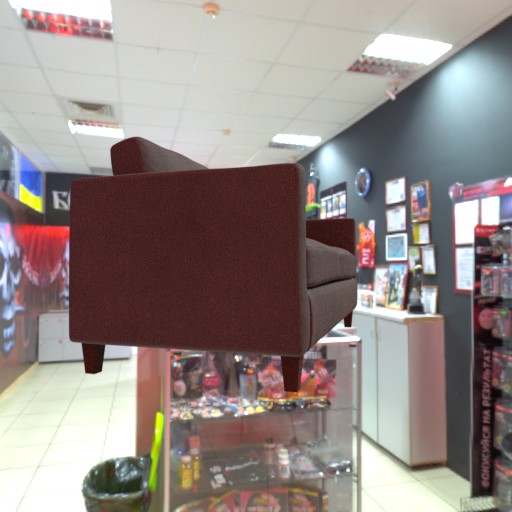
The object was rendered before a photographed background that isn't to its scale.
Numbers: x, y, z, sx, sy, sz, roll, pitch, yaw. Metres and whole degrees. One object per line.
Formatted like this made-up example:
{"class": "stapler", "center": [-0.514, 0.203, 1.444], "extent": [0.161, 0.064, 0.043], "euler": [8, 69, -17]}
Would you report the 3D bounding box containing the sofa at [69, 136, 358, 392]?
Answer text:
{"class": "sofa", "center": [0.000, 0.000, 2.444], "extent": [0.950, 0.963, 1.884], "euler": [0, -1, 18]}
